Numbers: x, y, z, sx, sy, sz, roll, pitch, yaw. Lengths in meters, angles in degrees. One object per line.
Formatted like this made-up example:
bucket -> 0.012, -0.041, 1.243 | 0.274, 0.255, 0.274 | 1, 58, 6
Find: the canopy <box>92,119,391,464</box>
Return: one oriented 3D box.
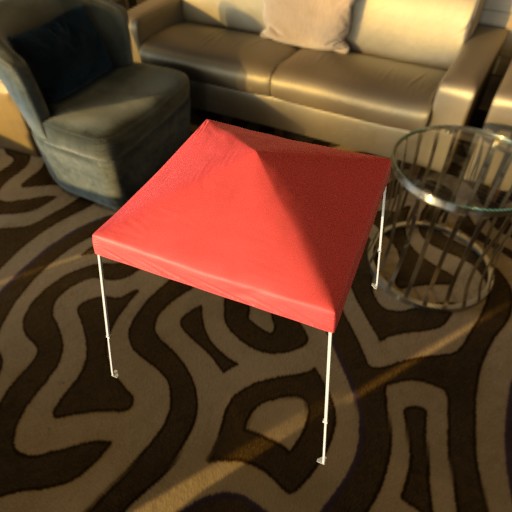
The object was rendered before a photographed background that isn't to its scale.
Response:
canopy -> 0.000, 0.000, 6.596 | 3.599, 3.600, 3.600 | 17, 48, 16
